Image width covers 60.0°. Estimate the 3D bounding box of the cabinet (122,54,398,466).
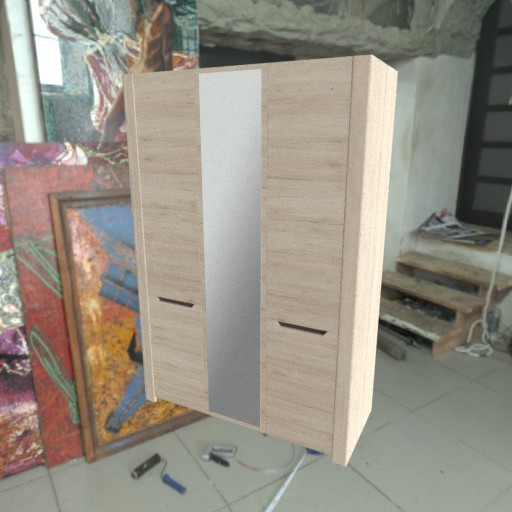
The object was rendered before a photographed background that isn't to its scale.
[{"bbox_3d":[0.000,0.000,2.693,1.400,2.070,0.580,8,17,26],"label":"cabinet"}]
